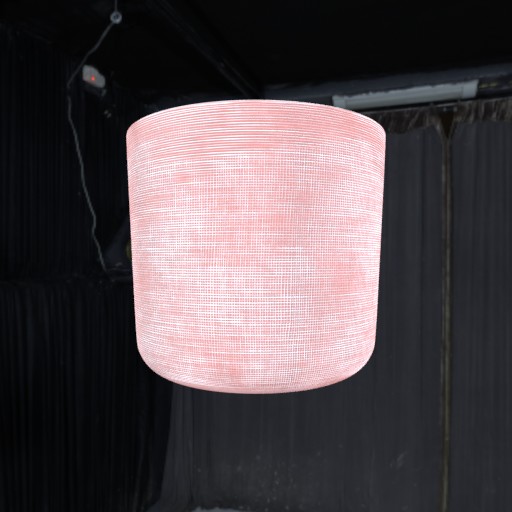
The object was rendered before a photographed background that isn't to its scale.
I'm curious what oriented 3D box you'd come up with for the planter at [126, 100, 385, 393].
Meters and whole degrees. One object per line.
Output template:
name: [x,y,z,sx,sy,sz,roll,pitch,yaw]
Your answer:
planter: [0.000,0.000,0.784,0.440,0.398,0.440,0,0,0]
